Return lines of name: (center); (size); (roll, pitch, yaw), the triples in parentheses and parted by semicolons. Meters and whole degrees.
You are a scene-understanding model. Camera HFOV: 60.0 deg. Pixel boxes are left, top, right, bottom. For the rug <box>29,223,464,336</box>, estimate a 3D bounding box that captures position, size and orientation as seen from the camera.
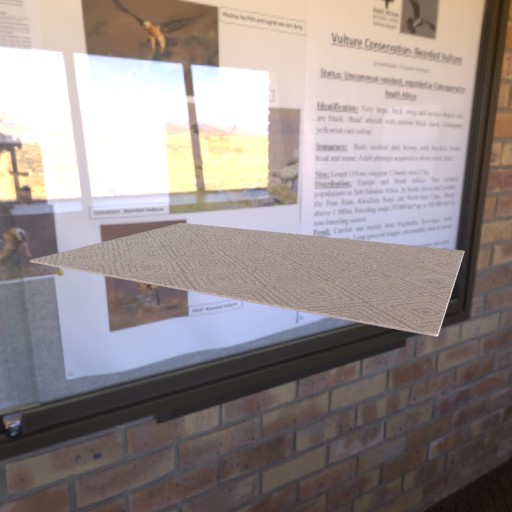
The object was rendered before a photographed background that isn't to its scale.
rug: (0.000, 0.000, 2.125); (1.753, 0.008, 1.143); (7, 16, 27)
